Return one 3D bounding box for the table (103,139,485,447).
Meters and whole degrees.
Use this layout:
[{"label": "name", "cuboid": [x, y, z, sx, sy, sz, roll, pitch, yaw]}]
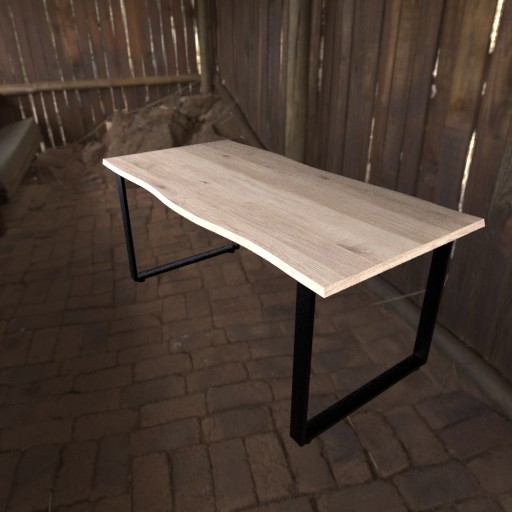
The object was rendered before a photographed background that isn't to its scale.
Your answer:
[{"label": "table", "cuboid": [0.000, 0.000, 2.306, 0.900, 0.780, 1.800, -19, 32, -32]}]
